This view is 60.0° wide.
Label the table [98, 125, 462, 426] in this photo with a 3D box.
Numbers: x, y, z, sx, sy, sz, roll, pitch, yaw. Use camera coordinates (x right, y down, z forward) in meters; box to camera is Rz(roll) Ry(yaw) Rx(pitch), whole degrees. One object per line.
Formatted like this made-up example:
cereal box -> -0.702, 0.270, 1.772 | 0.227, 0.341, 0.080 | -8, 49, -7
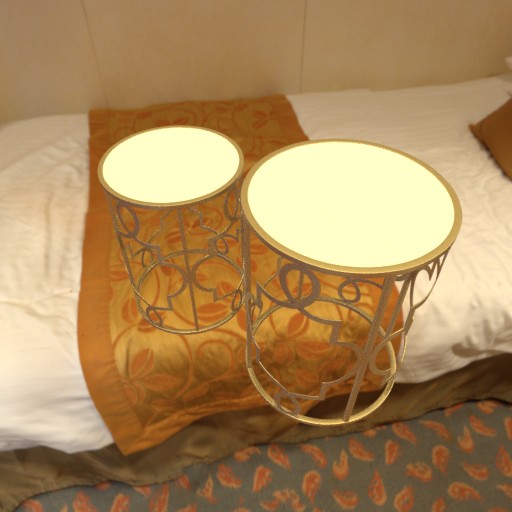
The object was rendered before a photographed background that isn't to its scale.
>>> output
table -> 0.000, 0.000, 1.142 | 0.846, 0.564, 0.420 | 24, 50, 22
